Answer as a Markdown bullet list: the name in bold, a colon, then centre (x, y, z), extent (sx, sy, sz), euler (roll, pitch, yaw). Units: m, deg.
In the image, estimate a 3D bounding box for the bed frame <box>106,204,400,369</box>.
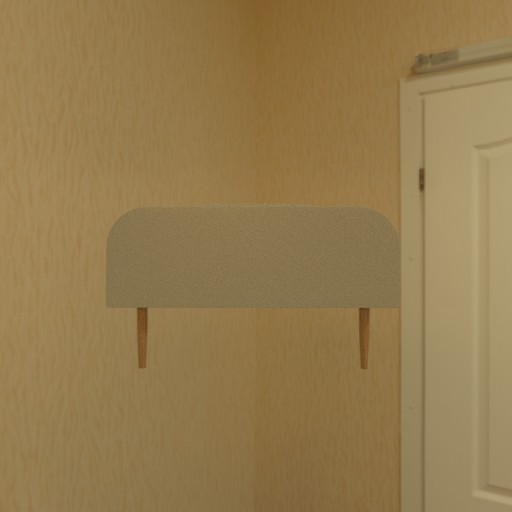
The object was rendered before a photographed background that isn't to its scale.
- **bed frame**: centre (0.000, 0.000, 2.484), extent (0.998, 0.805, 1.963), euler (0, 0, 1)
